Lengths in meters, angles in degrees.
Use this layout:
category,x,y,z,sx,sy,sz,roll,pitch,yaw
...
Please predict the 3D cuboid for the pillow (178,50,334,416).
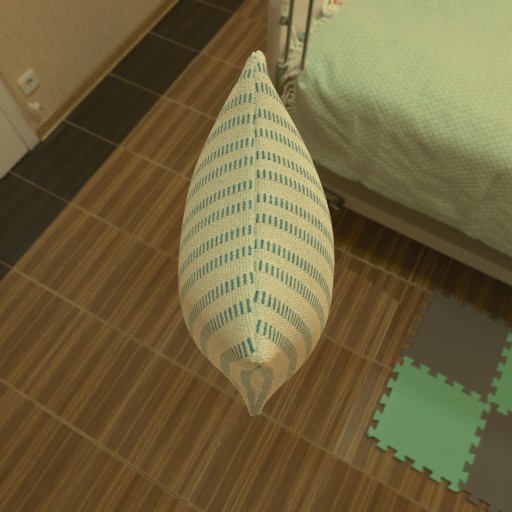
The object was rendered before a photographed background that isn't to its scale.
category,x,y,z,sx,sy,sz,roll,pitch,yaw
pillow,0.000,0.000,0.702,0.247,0.419,0.438,0,64,0
